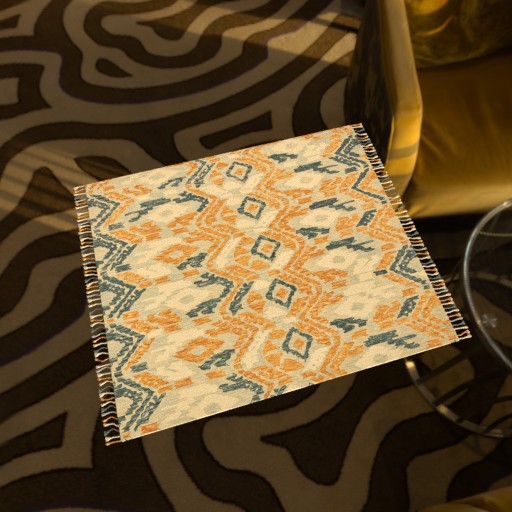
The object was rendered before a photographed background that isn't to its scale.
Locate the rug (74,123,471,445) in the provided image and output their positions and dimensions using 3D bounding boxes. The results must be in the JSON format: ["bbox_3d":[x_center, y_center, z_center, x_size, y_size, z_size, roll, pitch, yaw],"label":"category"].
[{"bbox_3d":[0.000,0.000,4.025,3.048,0.010,2.439,-14,64,-7],"label":"rug"}]
